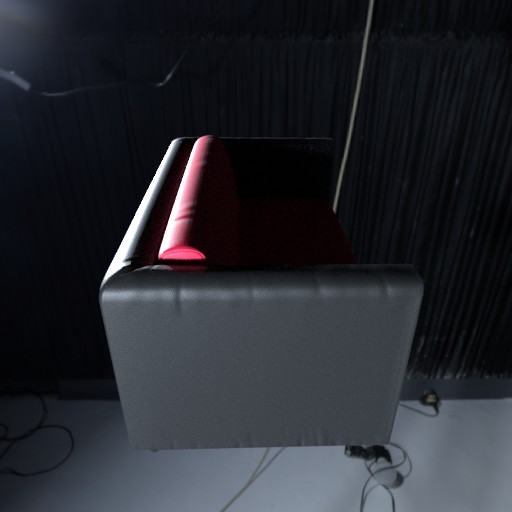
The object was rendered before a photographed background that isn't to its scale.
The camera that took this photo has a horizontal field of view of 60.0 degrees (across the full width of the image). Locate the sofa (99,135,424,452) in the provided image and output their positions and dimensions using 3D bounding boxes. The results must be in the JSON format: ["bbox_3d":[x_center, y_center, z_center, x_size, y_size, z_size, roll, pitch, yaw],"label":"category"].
[{"bbox_3d":[0.000,0.000,1.871,0.845,0.735,1.410,-1,30,-1],"label":"sofa"}]
